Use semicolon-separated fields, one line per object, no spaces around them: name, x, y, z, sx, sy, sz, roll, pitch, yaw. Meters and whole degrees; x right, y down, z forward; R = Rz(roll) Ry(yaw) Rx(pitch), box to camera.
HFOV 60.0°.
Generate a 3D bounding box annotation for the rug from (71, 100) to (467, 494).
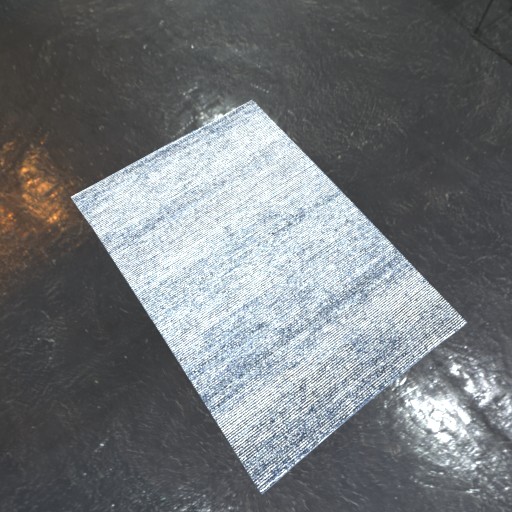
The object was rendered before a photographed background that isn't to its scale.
rug;0.000;0.000;3.005;1.624;0.030;2.349;-33;69;-15
